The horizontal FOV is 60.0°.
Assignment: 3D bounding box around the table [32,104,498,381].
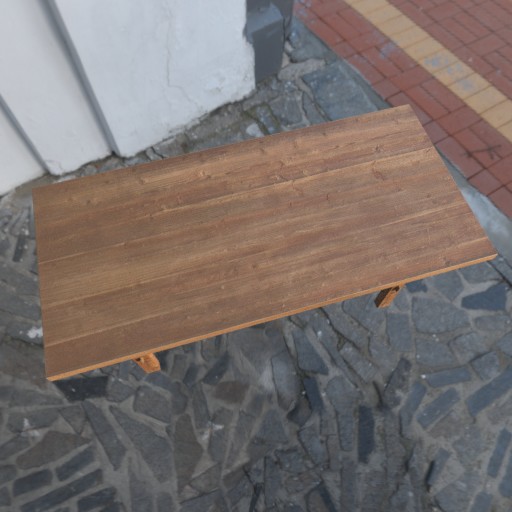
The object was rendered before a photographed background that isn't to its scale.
[{"bbox_3d":[0.000,0.000,2.421,2.003,0.760,0.952,-14,64,-7],"label":"table"}]
